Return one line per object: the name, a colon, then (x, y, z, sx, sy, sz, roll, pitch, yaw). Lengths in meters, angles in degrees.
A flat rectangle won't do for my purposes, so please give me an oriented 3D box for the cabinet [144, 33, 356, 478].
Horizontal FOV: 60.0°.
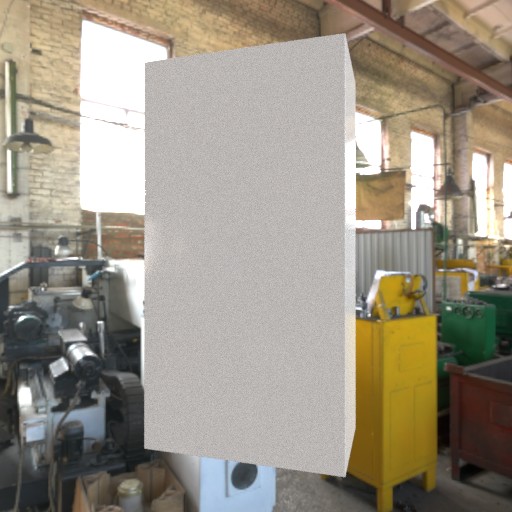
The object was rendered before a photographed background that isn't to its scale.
cabinet: (0.000, 0.000, 2.329, 0.980, 1.920, 0.580, 0, 0, 17)
